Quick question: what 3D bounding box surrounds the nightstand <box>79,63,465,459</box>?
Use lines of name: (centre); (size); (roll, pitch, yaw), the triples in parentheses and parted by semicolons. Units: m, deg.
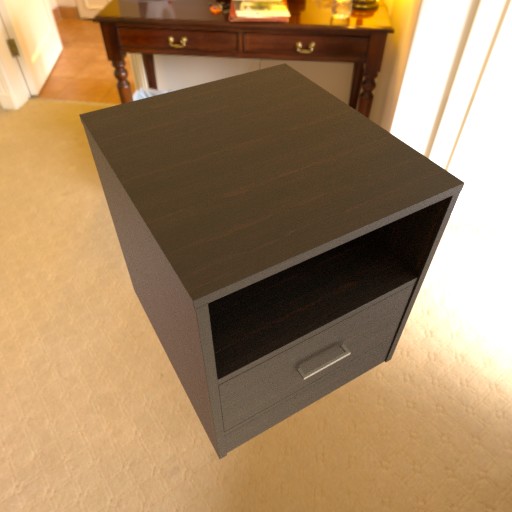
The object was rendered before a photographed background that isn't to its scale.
nightstand: (0.000, 0.000, 0.820); (0.400, 0.460, 0.461); (-23, 50, -20)
